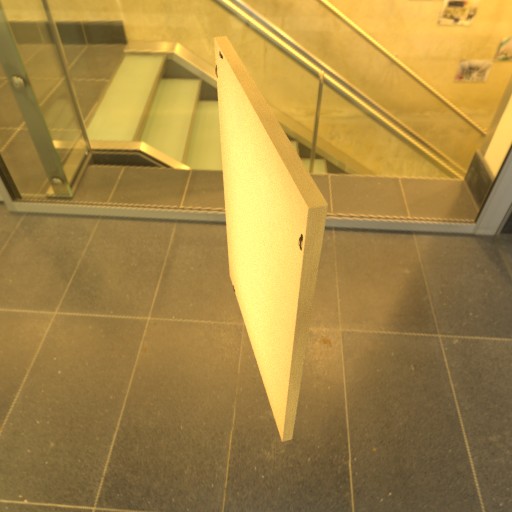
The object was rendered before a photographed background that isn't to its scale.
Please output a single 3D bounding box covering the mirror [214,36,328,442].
[{"bbox_3d":[0.000,0.000,1.360,0.040,1.016,0.762,-11,48,-11],"label":"mirror"}]
